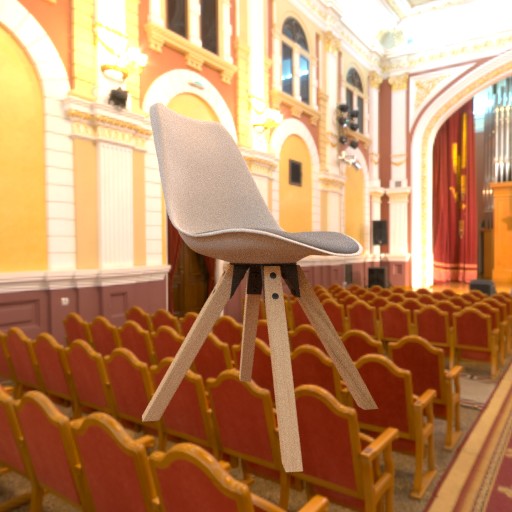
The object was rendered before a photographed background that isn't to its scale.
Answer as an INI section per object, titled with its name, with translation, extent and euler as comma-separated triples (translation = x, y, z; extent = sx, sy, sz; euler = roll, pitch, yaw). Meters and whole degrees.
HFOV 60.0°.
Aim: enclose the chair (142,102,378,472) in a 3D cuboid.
[chair]
translation = 0.000, 0.000, 1.194
extent = 0.550, 0.850, 0.485
euler = 1, 2, 36
